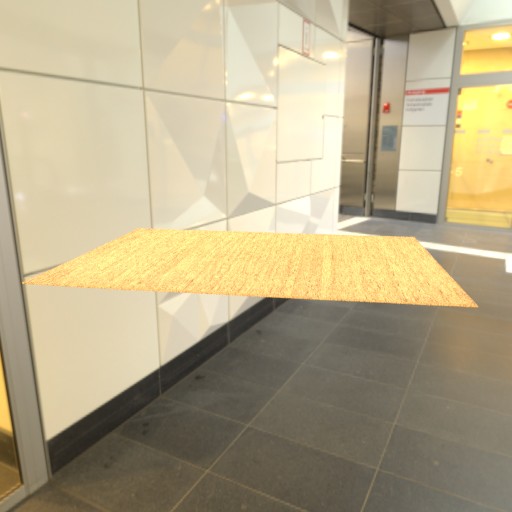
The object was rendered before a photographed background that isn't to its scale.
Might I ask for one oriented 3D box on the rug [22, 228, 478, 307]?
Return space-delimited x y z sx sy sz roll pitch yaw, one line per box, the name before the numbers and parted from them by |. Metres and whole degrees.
rug | 0.000 0.000 2.351 1.840 0.013 1.225 2 15 8
